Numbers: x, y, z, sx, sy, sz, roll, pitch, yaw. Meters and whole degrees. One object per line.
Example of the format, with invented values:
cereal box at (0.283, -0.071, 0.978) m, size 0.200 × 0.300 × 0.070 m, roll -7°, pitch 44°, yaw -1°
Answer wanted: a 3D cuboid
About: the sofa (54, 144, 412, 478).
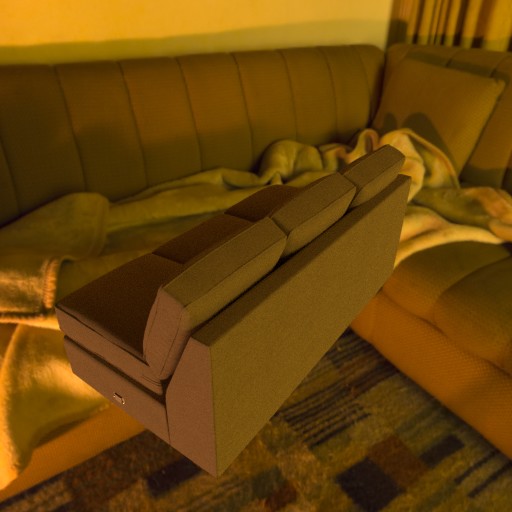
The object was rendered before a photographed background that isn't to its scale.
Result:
sofa at (0.000, 0.000, 2.708) m, size 1.127 × 1.036 × 2.092 m, roll 21°, pitch 36°, yaw 30°
